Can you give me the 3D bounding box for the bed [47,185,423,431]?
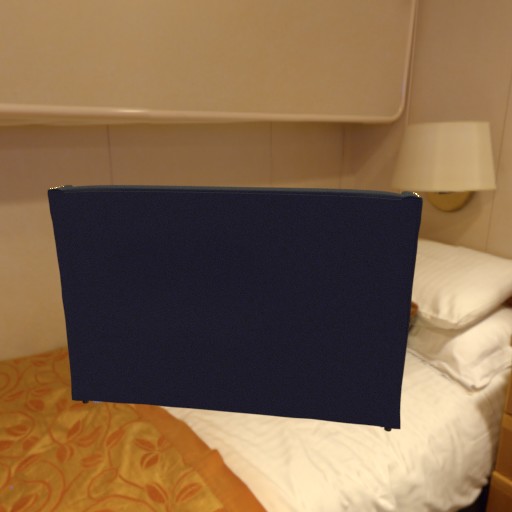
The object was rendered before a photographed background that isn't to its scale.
[{"bbox_3d":[0.000,0.000,3.435,1.925,1.332,2.276,2,16,8],"label":"bed"}]
